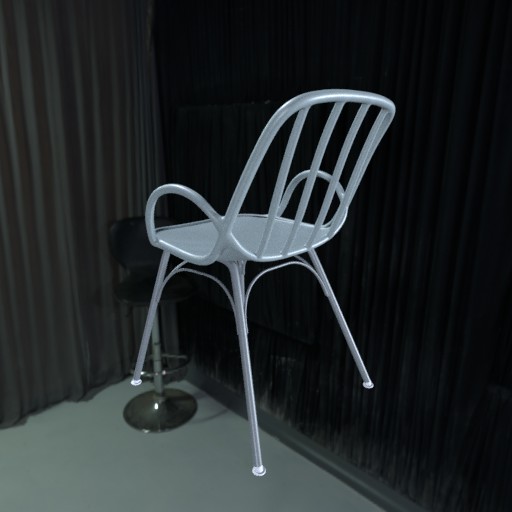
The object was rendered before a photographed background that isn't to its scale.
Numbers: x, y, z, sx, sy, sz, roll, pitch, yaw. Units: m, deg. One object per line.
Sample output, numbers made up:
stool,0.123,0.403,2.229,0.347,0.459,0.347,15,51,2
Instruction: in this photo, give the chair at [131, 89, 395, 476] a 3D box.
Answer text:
chair,0.000,0.000,1.211,0.597,0.816,0.549,14,21,41
